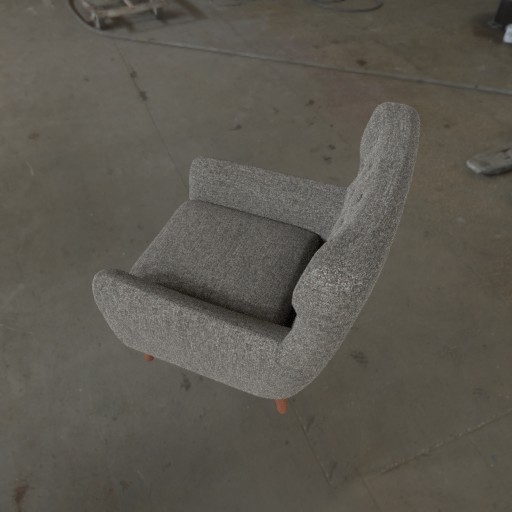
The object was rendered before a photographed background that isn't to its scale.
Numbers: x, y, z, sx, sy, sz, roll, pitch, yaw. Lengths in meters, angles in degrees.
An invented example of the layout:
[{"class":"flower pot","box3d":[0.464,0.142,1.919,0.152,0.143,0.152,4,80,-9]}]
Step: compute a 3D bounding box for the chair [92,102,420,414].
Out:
[{"class":"chair","box3d":[0.000,0.000,1.722,0.940,1.039,0.889,17,49,15]}]
